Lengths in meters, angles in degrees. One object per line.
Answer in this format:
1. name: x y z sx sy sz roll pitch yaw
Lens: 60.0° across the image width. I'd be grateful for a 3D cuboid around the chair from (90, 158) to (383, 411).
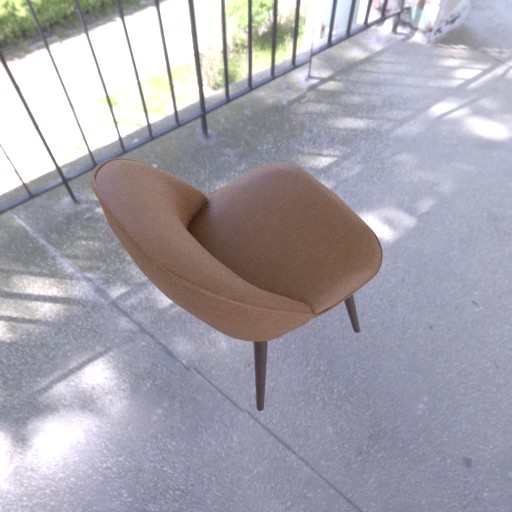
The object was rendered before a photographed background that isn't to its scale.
1. chair: 0.000 0.000 1.223 0.631 0.831 0.521 -33 63 -19
